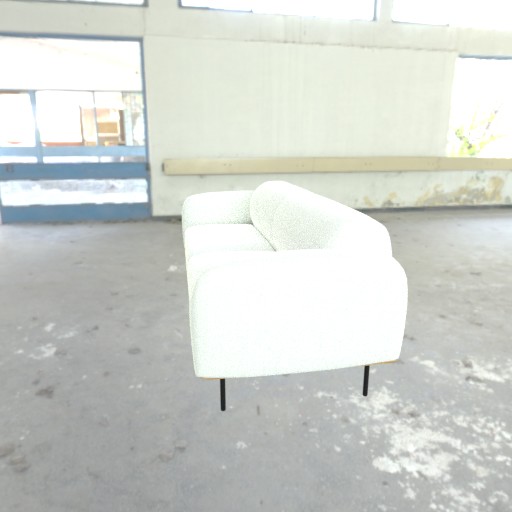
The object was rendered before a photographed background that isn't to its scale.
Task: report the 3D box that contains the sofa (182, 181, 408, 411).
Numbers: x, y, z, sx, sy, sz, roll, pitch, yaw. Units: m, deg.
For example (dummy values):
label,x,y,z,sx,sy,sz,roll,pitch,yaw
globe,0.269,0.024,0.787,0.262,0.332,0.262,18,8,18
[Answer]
label,x,y,z,sx,sy,sz,roll,pitch,yaw
sofa,0.000,0.000,2.735,0.870,0.780,2.280,-3,15,-10
